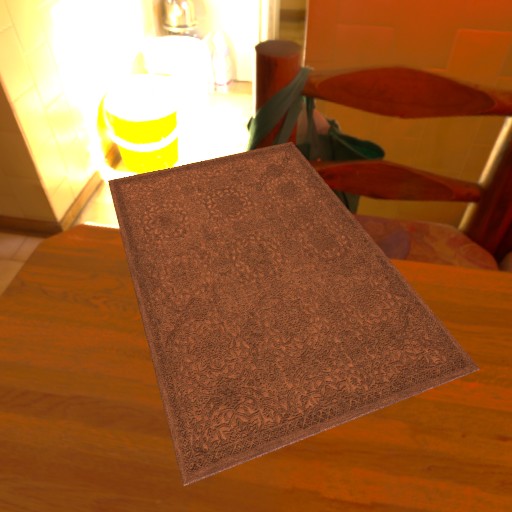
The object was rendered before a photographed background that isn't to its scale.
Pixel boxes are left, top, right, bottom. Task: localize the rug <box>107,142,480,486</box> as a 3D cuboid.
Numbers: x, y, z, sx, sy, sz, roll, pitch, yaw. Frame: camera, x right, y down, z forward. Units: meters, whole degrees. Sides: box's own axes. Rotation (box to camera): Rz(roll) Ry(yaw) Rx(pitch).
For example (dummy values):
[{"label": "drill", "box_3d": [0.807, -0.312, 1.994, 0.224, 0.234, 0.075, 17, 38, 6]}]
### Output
[{"label": "rug", "box_3d": [0.000, 0.000, 2.209, 1.208, 0.012, 1.819, -15, 47, -15]}]
